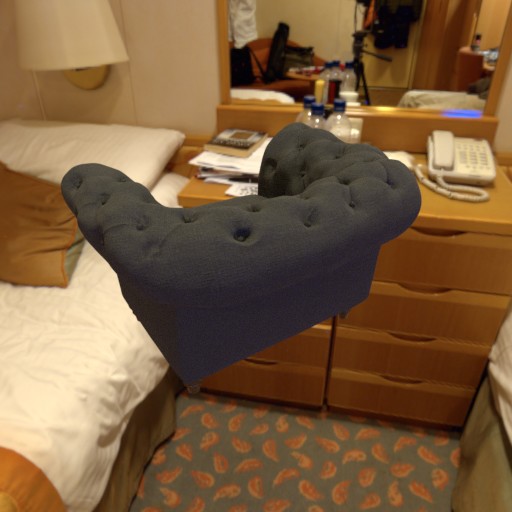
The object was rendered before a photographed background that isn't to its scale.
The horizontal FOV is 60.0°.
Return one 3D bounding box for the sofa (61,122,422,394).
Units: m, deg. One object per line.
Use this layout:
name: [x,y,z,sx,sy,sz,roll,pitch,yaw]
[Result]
sofa: [0.000,0.000,2.022,1.405,0.878,1.032,-19,36,-29]
